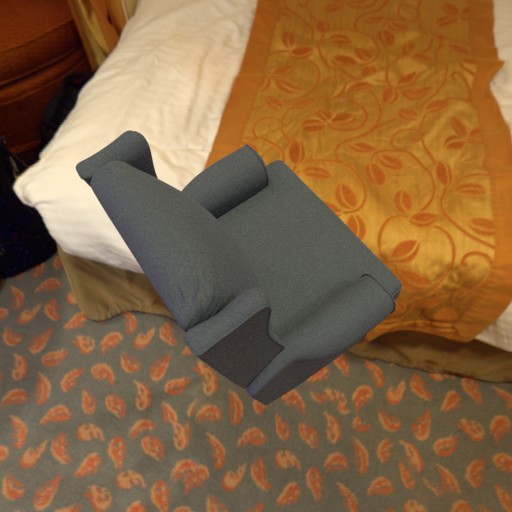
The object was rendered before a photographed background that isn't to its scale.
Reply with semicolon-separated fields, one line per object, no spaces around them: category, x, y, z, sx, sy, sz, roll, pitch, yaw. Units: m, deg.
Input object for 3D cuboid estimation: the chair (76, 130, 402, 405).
chair;0.000;0.000;1.731;0.877;1.020;0.971;-30;63;-17
